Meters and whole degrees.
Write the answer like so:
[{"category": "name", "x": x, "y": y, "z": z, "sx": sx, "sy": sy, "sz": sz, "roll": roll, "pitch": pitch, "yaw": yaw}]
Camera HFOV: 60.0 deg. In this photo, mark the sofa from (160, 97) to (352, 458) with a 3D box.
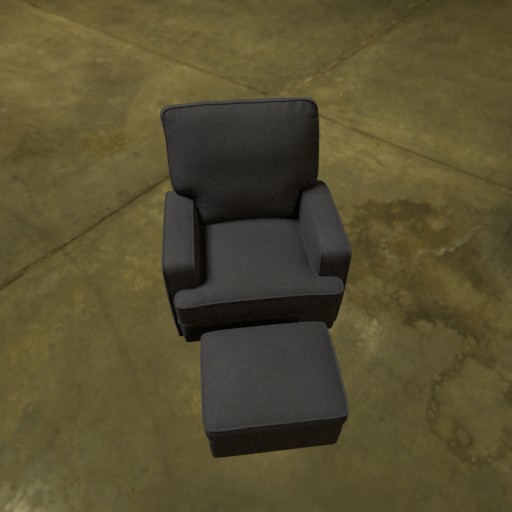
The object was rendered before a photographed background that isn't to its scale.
[{"category": "sofa", "x": 0.000, "y": 0.000, "z": 2.035, "sx": 0.861, "sy": 0.959, "sz": 1.472, "roll": -5, "pitch": 47, "yaw": -4}]
